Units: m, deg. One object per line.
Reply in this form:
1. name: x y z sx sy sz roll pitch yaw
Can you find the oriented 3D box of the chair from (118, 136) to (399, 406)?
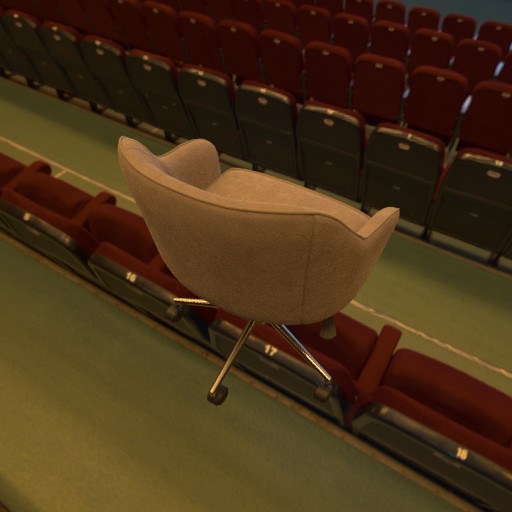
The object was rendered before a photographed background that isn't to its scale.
1. chair: 0.000 0.000 1.253 0.635 0.831 0.573 24 51 21
